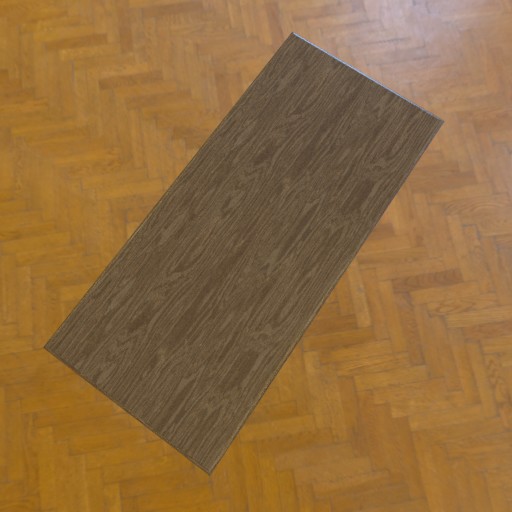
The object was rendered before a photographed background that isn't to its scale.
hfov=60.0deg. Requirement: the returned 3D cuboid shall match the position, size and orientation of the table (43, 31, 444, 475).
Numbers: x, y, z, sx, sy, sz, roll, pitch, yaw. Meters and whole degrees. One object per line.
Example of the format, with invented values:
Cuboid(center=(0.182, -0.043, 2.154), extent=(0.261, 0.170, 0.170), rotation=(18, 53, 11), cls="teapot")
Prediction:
Cuboid(center=(0.000, 0.000, 1.737), extent=(0.599, 0.780, 1.300), rotation=(34, 79, 8), cls="table")
